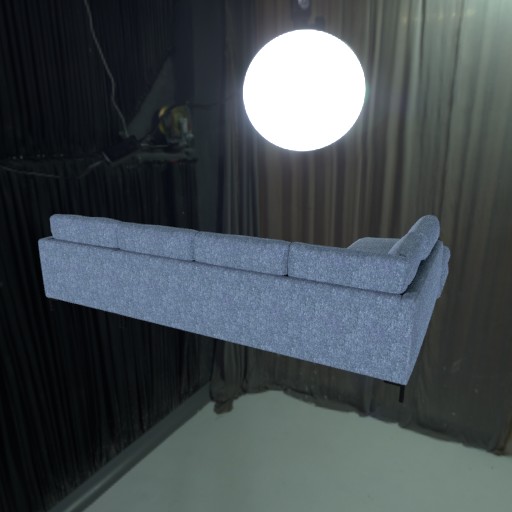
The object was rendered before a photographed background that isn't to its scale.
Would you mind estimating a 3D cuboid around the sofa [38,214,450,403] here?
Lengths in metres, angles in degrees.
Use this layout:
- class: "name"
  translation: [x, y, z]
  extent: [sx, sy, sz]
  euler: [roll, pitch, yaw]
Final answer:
- class: "sofa"
  translation: [0.000, 0.000, 3.537]
  extent: [2.737, 0.756, 1.879]
  euler: [8, 18, 26]
